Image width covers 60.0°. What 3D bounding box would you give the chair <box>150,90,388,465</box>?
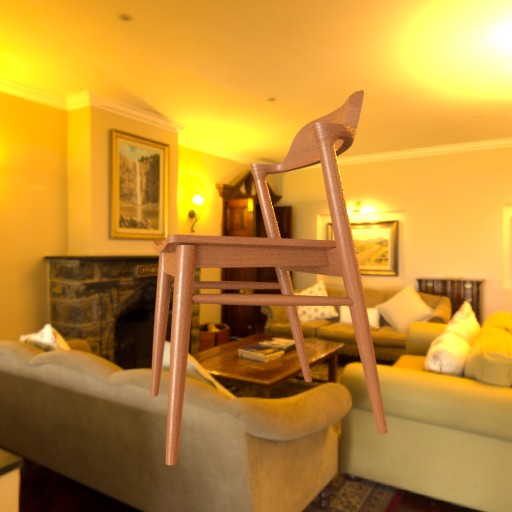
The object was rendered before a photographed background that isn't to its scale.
[{"bbox_3d":[0.000,0.000,1.132,0.499,0.801,0.496,0,1,-17],"label":"chair"}]
